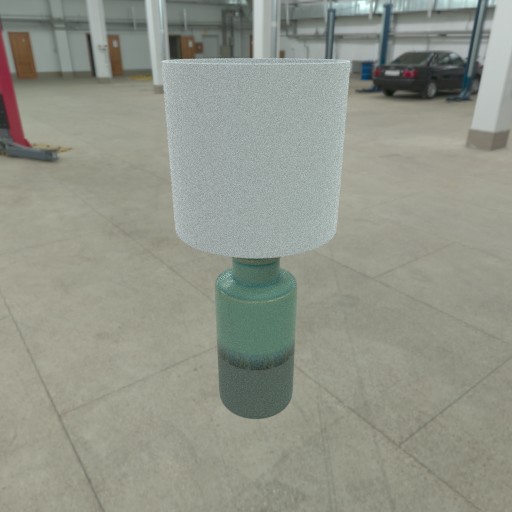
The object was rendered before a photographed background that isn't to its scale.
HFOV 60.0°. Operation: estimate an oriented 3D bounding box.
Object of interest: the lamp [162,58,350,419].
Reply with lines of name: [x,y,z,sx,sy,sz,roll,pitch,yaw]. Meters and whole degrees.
lamp: [0.000,0.000,0.611,0.212,0.493,0.212,8,26,16]
